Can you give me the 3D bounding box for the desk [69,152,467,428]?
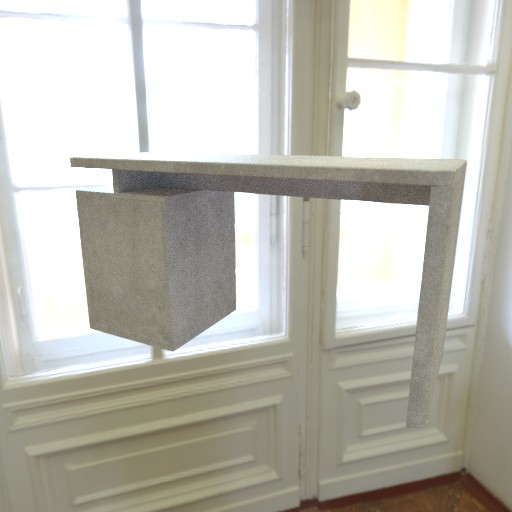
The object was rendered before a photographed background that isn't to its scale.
[{"bbox_3d":[0.000,0.000,1.745,1.400,0.755,0.550,8,17,27],"label":"desk"}]
